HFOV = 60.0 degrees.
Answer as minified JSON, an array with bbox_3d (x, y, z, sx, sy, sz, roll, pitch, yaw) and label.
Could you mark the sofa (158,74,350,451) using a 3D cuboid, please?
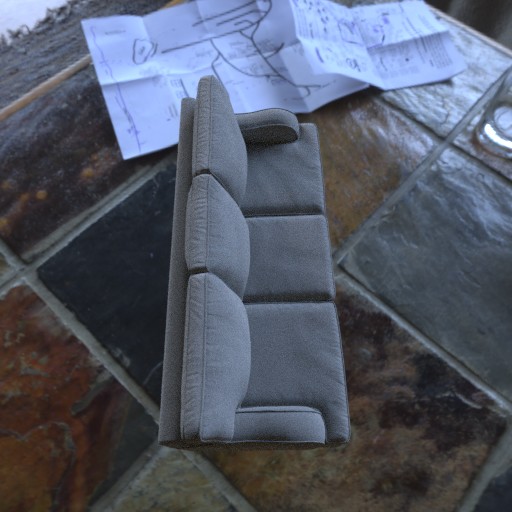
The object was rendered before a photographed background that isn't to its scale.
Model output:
[{"bbox_3d":[0.000,0.000,2.904,1.016,0.997,2.323,-1,64,-1],"label":"sofa"}]
